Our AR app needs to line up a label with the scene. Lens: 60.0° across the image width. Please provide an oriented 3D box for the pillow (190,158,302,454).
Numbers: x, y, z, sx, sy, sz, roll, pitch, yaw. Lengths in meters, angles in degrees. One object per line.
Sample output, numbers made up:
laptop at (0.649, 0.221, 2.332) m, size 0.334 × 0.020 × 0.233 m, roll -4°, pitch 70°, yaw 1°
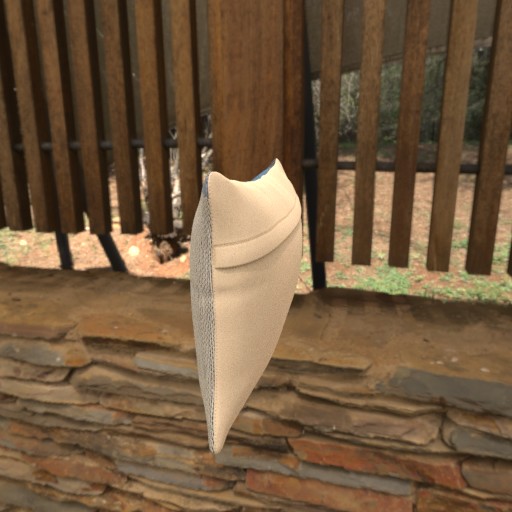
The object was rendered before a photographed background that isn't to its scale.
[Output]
pillow at (0.000, 0.000, 0.735) m, size 0.148 × 0.307 × 0.604 m, roll 2°, pitch 14°, yaw 9°
